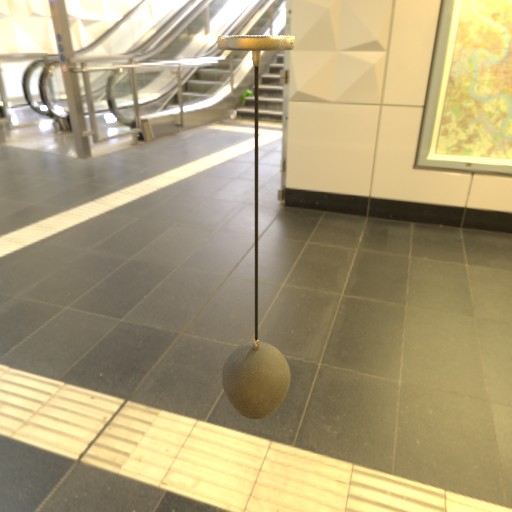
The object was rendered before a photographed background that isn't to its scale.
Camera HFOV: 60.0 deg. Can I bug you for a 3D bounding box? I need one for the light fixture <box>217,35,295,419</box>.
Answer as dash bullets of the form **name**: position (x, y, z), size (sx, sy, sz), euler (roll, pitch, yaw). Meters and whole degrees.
- **light fixture**: position (0.000, 0.000, 0.855), size (0.153, 0.760, 0.153), euler (0, 27, 0)
